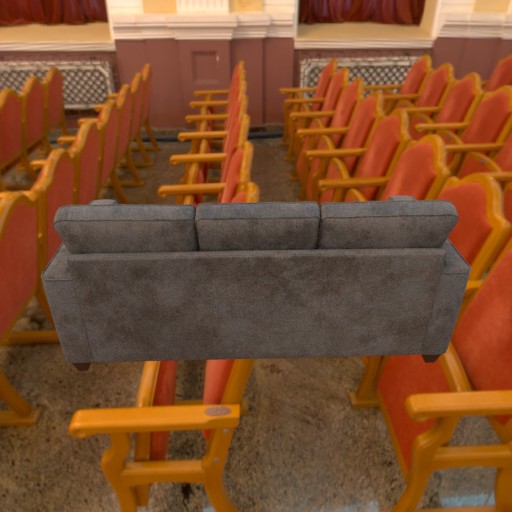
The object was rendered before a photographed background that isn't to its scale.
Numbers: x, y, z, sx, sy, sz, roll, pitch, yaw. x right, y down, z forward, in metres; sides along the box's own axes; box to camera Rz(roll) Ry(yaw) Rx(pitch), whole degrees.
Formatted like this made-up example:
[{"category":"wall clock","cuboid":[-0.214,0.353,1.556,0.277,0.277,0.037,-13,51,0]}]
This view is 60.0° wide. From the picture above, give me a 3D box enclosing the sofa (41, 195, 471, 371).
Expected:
[{"category":"sofa","cuboid":[0.000,0.000,2.635,2.133,0.965,0.939,-1,31,-2]}]
